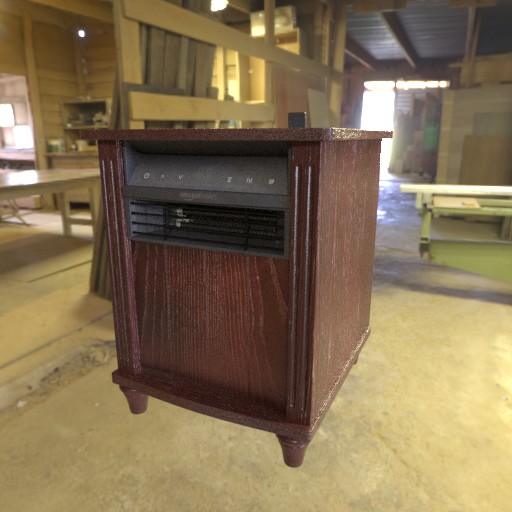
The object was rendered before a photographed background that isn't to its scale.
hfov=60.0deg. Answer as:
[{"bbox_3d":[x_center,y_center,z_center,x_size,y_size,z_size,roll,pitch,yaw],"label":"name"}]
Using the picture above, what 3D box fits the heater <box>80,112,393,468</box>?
[{"bbox_3d":[0.000,0.000,0.753,0.362,0.481,0.400,7,17,25],"label":"heater"}]
